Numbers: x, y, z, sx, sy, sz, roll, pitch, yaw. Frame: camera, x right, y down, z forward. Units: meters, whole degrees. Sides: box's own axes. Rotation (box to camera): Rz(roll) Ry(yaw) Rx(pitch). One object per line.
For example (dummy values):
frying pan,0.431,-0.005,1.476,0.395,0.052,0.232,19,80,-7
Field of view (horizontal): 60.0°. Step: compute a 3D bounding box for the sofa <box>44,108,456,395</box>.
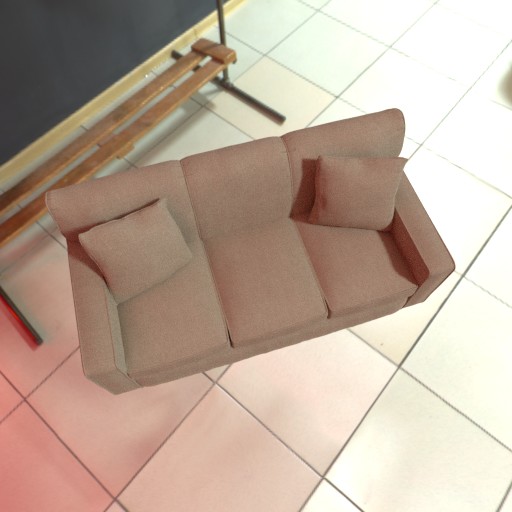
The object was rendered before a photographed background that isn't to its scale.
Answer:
sofa,0.000,0.000,2.598,2.024,0.958,0.997,-15,64,-8
